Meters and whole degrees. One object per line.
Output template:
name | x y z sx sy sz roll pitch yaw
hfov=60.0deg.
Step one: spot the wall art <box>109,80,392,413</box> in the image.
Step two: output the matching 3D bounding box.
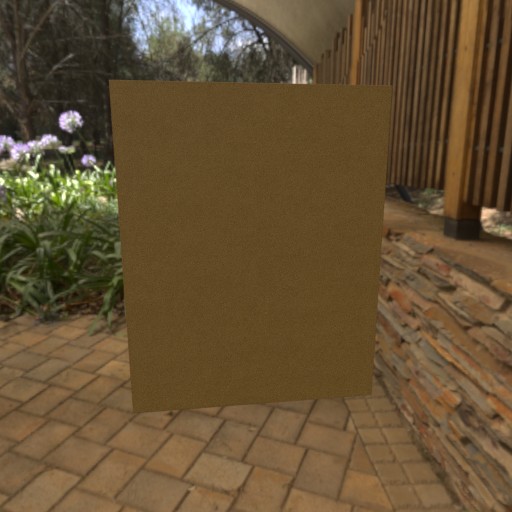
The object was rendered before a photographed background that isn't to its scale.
wall art | 0.000 0.000 1.368 0.798 1.002 0.030 -2 14 -8
